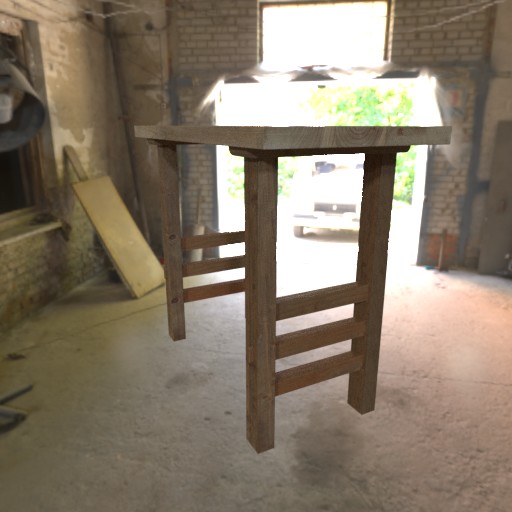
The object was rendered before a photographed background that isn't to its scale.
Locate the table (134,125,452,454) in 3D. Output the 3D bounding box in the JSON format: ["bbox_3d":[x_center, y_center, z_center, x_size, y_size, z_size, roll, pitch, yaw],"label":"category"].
[{"bbox_3d":[0.000,0.000,1.622,0.556,0.914,1.119,-9,18,-27],"label":"table"}]
